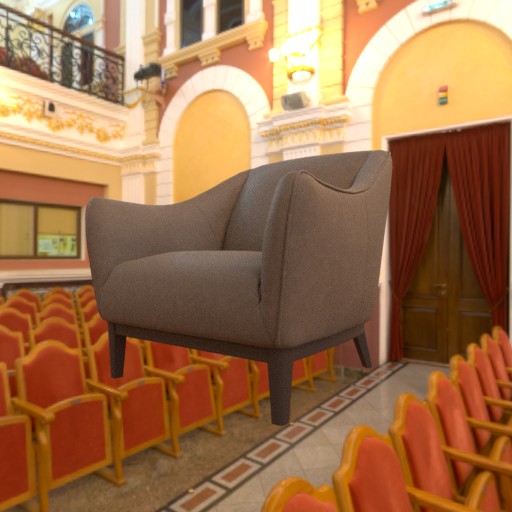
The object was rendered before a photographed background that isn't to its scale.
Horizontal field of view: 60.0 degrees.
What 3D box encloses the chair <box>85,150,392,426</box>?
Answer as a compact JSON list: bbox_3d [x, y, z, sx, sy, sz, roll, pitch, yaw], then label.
[{"bbox_3d":[0.000,0.000,1.587,0.871,0.830,0.852,0,1,37],"label":"chair"}]
